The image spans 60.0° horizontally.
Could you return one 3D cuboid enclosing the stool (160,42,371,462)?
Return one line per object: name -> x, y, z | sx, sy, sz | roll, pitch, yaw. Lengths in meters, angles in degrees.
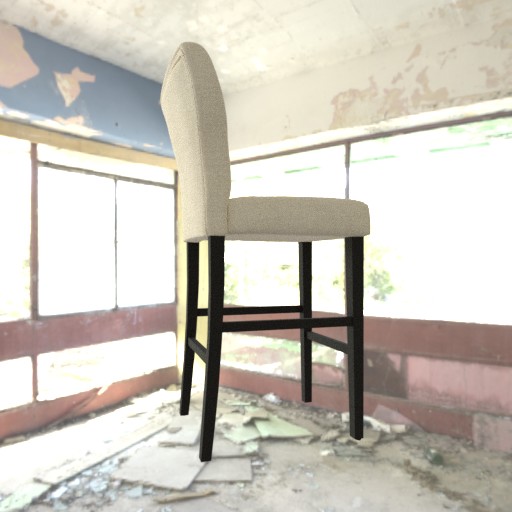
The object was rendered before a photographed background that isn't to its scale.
stool -> 0.000, 0.000, 1.465 | 0.603, 1.124, 0.516 | 0, -1, -18
